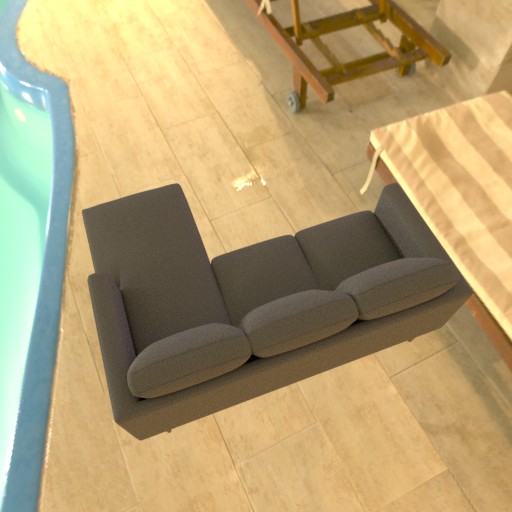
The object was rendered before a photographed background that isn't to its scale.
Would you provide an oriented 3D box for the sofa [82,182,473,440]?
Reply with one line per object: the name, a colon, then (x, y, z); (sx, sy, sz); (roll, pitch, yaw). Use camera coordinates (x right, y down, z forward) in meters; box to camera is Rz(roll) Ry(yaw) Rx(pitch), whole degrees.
sofa: (0.000, 0.000, 2.889); (2.031, 0.897, 1.591); (-17, 60, -10)
